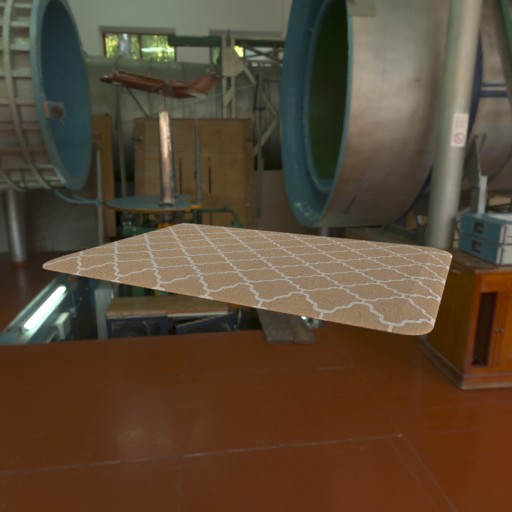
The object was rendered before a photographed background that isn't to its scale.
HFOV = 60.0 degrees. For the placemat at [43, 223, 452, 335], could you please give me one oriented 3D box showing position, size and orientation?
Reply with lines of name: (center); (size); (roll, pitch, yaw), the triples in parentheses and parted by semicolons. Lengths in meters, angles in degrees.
placemat: (0.000, 0.000, 0.962); (0.762, 0.021, 0.508); (7, 16, 25)
